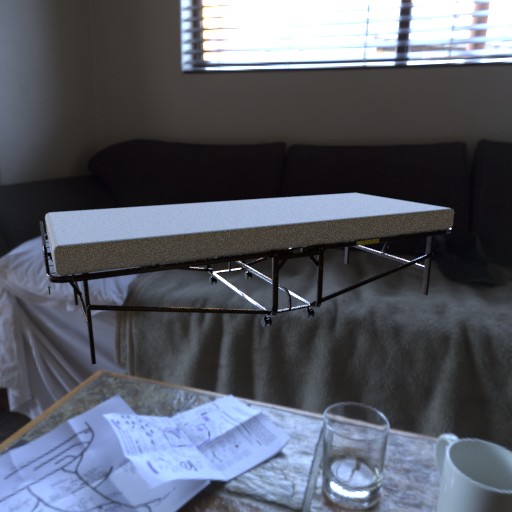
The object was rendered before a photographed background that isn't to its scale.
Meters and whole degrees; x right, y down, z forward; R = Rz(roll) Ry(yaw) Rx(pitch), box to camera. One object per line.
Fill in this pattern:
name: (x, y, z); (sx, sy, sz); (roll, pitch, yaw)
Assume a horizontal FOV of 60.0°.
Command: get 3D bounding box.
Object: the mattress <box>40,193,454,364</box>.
mattress: (0.000, 0.000, 2.503); (2.153, 0.519, 0.922); (-7, 16, -25)
